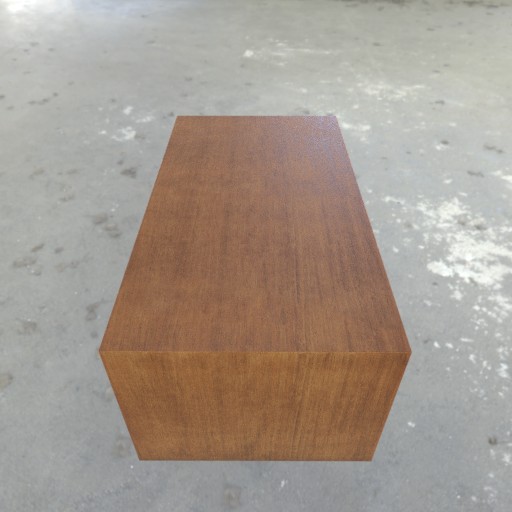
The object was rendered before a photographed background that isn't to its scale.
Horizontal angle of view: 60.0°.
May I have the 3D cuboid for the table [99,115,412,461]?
[{"bbox_3d":[0.000,0.000,1.289,0.549,0.419,1.000,0,41,0],"label":"table"}]
